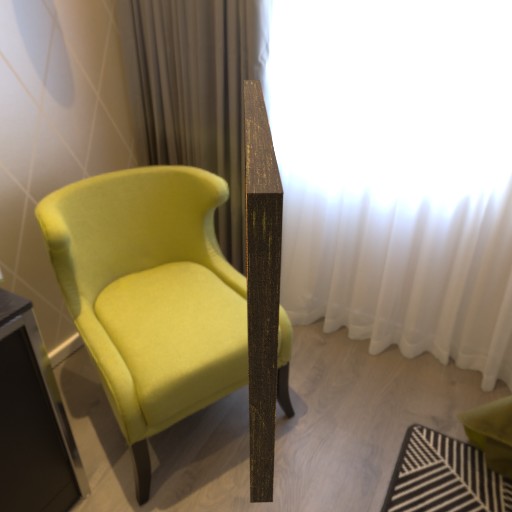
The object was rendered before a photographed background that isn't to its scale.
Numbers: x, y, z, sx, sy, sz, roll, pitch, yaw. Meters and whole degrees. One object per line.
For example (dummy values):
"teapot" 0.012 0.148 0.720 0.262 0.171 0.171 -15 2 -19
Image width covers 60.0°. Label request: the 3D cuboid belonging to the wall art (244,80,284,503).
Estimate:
"wall art" 0.000 0.000 0.732 0.032 0.457 0.558 -1 31 -1
